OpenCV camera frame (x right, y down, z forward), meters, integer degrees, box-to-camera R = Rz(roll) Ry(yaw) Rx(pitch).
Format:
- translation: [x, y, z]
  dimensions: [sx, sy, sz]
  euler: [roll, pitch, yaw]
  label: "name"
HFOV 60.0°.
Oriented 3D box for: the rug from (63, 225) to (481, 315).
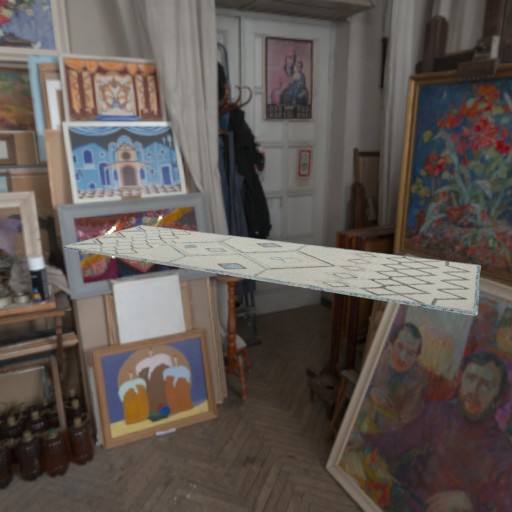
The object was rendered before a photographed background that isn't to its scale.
- translation: [0.000, 0.000, 2.684]
  dimensions: [2.434, 0.013, 0.770]
  euler: [8, 18, 26]
  label: "rug"
